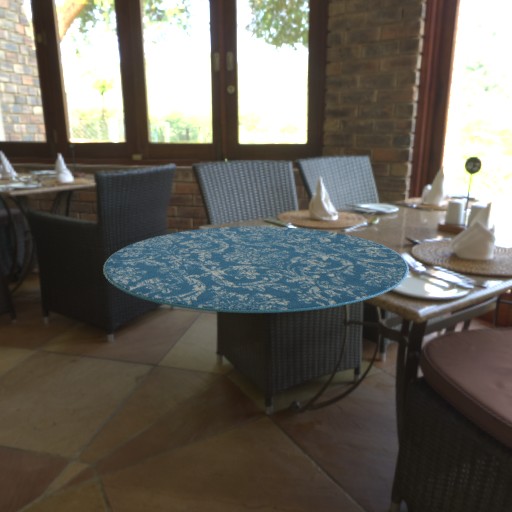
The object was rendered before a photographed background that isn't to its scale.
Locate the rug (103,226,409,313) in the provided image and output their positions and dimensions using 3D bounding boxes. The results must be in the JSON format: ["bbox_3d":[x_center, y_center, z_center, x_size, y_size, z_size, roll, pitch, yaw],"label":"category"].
[{"bbox_3d":[0.000,0.000,2.435,1.593,0.012,1.593,0,15,0],"label":"rug"}]
